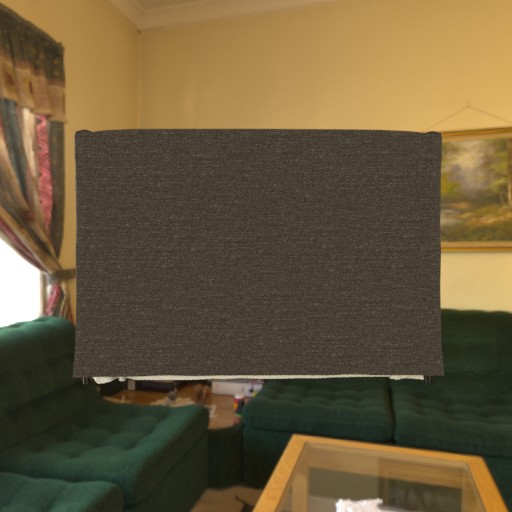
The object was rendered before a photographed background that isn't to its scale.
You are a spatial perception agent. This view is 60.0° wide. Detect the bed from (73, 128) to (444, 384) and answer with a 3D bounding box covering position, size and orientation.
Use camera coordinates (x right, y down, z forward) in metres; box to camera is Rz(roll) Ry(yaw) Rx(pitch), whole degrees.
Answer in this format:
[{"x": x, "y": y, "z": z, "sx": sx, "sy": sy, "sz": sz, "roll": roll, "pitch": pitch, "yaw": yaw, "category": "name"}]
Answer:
[{"x": 0.000, "y": 0.000, "z": 3.403, "sx": 1.925, "sy": 1.332, "sz": 2.276, "roll": 0, "pitch": 0, "yaw": -1, "category": "bed"}]
